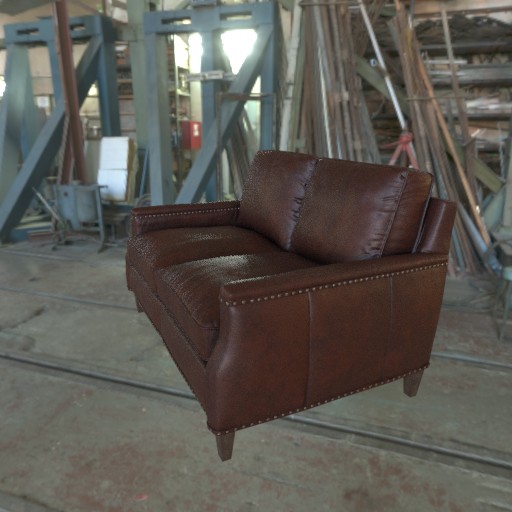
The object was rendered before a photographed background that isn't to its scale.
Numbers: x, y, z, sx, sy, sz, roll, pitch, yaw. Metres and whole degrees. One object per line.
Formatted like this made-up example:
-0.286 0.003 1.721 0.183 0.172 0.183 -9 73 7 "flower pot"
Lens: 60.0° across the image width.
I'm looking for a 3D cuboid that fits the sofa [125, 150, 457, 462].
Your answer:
0.000 0.000 2.279 1.083 1.003 1.628 -8 18 -25 "sofa"
